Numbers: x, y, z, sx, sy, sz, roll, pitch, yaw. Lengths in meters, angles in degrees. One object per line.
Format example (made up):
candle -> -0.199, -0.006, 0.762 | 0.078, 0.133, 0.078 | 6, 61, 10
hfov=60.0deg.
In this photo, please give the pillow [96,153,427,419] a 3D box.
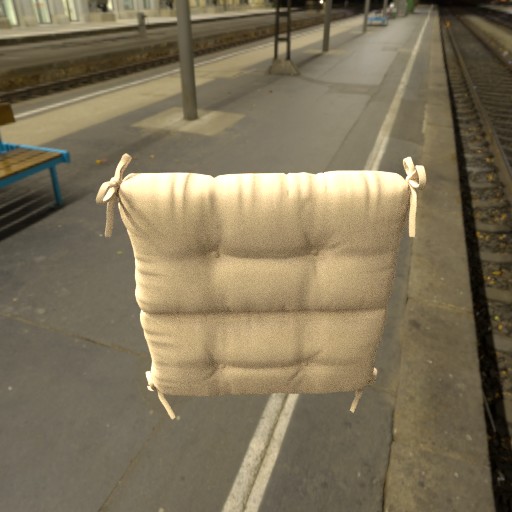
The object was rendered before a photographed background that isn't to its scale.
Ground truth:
pillow -> 0.000, 0.000, 1.011 | 0.519, 0.605, 0.571 | -1, 30, -2
